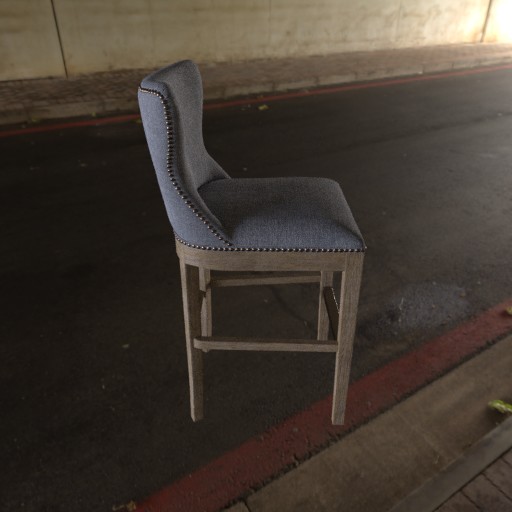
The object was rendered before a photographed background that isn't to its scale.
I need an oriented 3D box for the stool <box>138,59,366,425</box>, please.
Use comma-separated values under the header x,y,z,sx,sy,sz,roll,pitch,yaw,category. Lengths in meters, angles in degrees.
x,y,z,sx,sy,sz,roll,pitch,yaw,category
0.000,0.000,1.435,0.606,1.123,0.494,0,31,0,stool
